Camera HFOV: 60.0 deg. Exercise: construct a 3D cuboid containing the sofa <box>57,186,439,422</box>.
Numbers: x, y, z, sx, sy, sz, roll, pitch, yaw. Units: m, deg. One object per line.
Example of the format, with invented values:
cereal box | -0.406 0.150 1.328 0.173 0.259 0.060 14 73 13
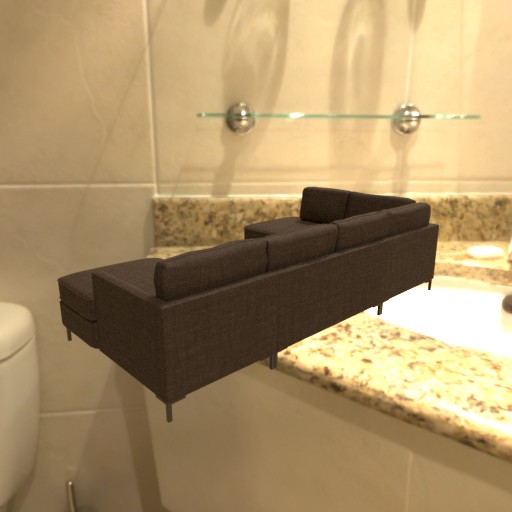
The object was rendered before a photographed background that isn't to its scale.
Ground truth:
sofa | 0.000 0.000 4.296 3.423 0.999 2.048 -14 21 -41
